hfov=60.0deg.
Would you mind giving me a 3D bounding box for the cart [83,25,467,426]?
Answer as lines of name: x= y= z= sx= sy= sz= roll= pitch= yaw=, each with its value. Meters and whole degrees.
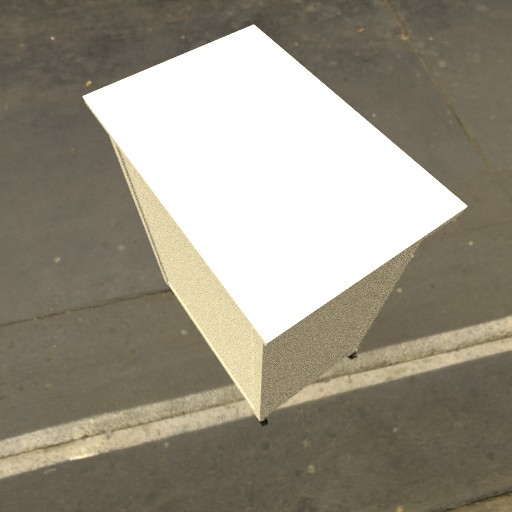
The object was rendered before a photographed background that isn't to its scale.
cart: x=0.000 y=0.000 z=1.240 sx=0.442 sy=0.864 sz=0.683 roll=-31 pitch=64 yaw=-17
